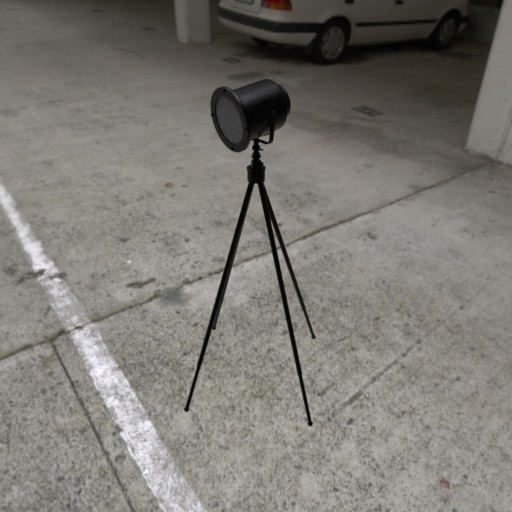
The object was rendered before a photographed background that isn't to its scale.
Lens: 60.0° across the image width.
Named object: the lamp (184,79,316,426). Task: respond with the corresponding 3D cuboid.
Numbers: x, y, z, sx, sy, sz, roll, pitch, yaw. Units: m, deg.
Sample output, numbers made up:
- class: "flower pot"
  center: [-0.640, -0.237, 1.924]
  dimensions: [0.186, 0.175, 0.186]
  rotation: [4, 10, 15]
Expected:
- class: "lamp"
  center: [0.000, 0.000, 2.013]
  dimensions: [0.884, 1.504, 0.879]
  rotation: [-22, 39, -31]
